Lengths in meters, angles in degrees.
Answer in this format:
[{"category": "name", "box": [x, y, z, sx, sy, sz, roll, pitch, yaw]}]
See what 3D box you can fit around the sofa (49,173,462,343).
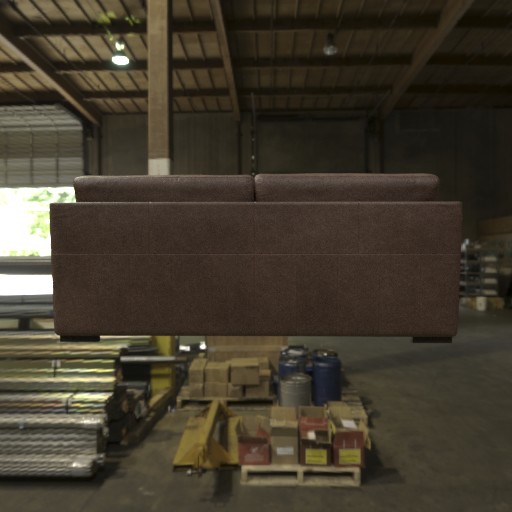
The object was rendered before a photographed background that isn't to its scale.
[{"category": "sofa", "box": [0.000, 0.000, 2.887, 2.261, 0.941, 1.143, 0, 0, 1]}]
